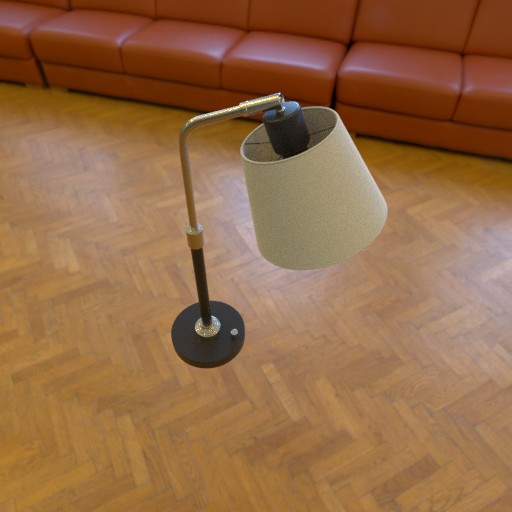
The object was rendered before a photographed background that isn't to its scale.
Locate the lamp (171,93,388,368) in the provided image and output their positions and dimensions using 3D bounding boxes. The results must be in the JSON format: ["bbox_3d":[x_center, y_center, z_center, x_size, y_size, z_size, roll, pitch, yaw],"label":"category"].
[{"bbox_3d":[0.000,0.000,0.690,0.348,0.539,0.181,12,48,11],"label":"lamp"}]
